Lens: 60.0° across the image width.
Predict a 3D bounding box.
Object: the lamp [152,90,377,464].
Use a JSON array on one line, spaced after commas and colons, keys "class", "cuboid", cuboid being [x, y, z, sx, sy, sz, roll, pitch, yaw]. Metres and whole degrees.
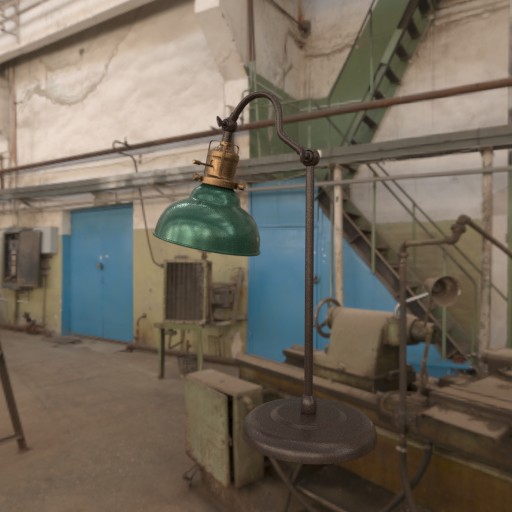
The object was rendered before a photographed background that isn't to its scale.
[{"class": "lamp", "cuboid": [0.000, 0.000, 0.687, 0.374, 0.508, 0.192, 0, 1, 34]}]
